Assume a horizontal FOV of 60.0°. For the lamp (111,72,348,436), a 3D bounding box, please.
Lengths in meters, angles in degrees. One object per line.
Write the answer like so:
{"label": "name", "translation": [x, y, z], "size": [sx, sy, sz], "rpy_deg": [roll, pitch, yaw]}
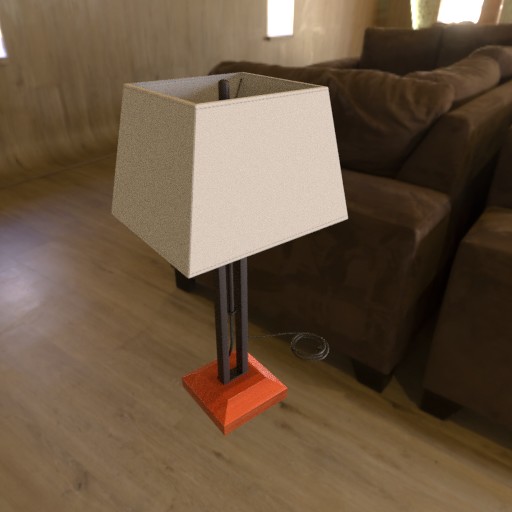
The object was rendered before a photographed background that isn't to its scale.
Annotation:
{"label": "lamp", "translation": [0.000, 0.000, 0.972], "size": [0.498, 0.737, 0.310], "rpy_deg": [-21, 35, -32]}
